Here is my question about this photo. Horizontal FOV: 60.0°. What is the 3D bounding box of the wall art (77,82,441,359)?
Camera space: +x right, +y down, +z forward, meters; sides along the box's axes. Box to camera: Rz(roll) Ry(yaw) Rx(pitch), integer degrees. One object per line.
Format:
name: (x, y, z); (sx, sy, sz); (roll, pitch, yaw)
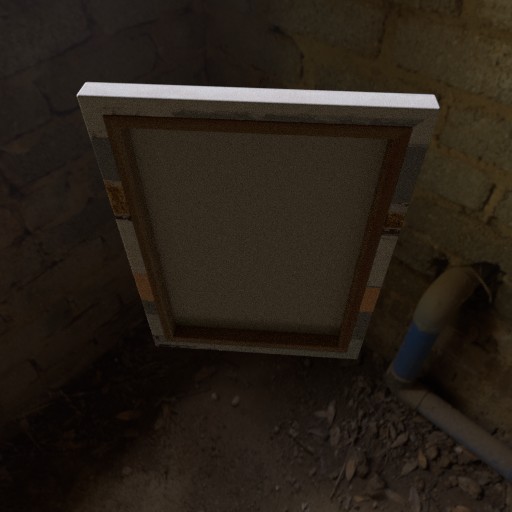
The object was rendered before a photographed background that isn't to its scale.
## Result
wall art: (0.000, 0.000, 0.788); (0.456, 0.609, 0.038); (3, 48, 3)
